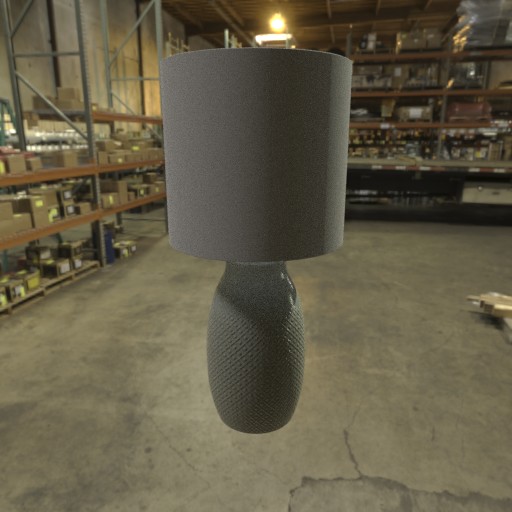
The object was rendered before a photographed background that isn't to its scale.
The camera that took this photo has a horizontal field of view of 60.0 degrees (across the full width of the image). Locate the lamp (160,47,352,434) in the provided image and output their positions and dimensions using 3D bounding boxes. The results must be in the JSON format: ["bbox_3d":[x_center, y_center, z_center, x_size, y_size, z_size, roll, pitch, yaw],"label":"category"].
[{"bbox_3d":[0.000,0.000,0.568,0.217,0.453,0.217,3,15,10],"label":"lamp"}]
